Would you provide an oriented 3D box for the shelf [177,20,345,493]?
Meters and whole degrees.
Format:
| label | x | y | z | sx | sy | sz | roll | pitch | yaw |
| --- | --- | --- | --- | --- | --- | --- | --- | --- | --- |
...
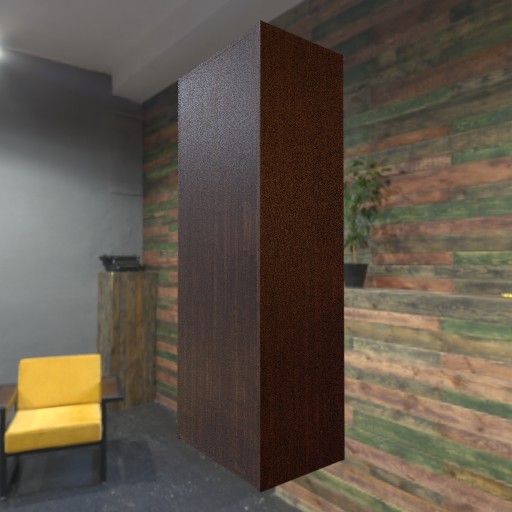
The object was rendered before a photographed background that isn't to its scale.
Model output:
| label | x | y | z | sx | sy | sz | roll | pitch | yaw |
| --- | --- | --- | --- | --- | --- | --- | --- | --- | --- |
| shelf | 0.000 | 0.000 | 1.280 | 0.290 | 1.099 | 0.415 | 1 | -2 | -37 |
